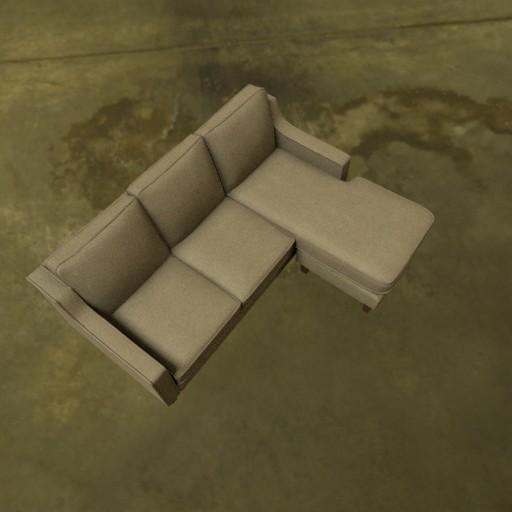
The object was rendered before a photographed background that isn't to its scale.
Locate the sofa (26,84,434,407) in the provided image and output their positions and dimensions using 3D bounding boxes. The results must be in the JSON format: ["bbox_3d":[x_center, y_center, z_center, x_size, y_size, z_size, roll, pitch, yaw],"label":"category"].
[{"bbox_3d":[0.000,0.000,3.238,1.858,1.081,2.317,33,64,18],"label":"sofa"}]
